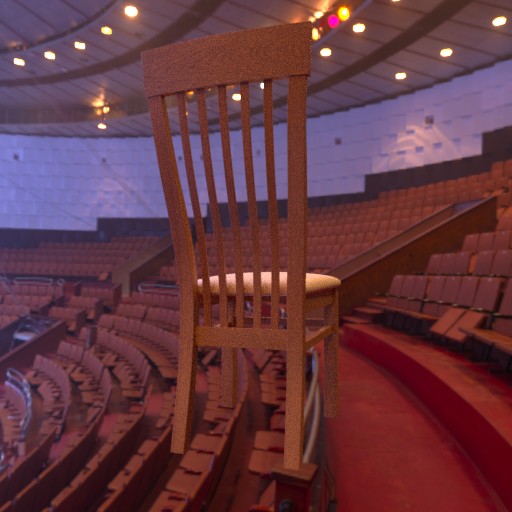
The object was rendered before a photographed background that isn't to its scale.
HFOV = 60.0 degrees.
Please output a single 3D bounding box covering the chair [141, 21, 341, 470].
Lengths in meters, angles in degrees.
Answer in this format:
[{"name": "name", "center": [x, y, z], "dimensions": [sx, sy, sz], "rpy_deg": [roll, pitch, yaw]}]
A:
[{"name": "chair", "center": [0.000, 0.000, 1.323], "dimensions": [0.450, 1.050, 0.580], "rpy_deg": [-1, -3, 18]}]
